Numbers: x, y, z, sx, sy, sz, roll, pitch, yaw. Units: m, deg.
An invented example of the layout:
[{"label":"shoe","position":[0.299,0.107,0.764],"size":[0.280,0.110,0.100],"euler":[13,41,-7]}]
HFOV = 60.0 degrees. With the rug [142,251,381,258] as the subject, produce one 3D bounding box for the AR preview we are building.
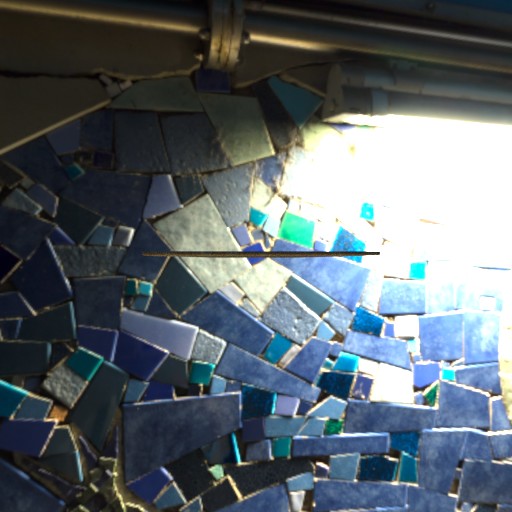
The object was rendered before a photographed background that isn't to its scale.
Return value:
[{"label":"rug","position":[0.000,0.000,2.421],"size":[0.691,0.013,2.289],"euler":[0,0,-1]}]
